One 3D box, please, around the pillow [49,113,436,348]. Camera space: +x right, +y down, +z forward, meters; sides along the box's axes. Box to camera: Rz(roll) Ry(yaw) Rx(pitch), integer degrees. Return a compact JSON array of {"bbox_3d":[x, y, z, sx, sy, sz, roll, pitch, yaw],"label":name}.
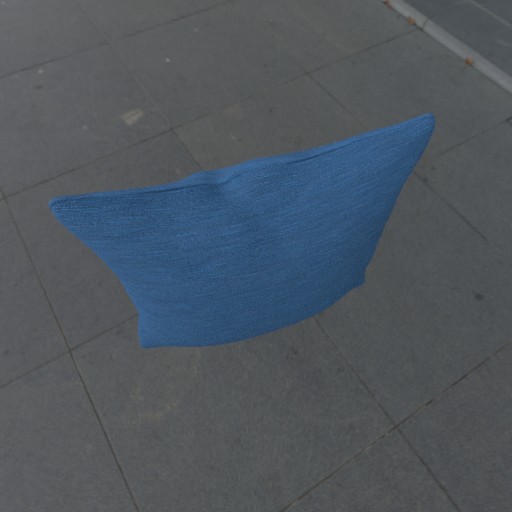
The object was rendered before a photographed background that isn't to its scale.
[{"bbox_3d":[0.000,0.000,0.652,0.437,0.420,0.177,-15,60,-9],"label":"pillow"}]
